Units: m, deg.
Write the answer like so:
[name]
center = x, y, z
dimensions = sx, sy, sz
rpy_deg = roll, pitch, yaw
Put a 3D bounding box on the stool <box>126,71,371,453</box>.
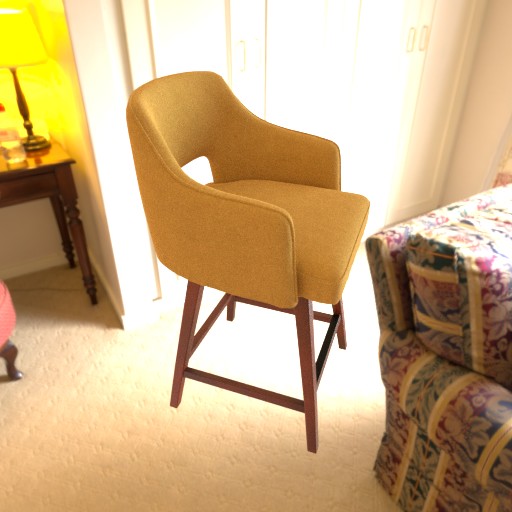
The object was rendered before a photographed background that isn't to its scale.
[stool]
center = 0.000, 0.000, 1.264
dimensions = 0.558, 0.924, 0.548
rpy_deg = 11, 34, 17
